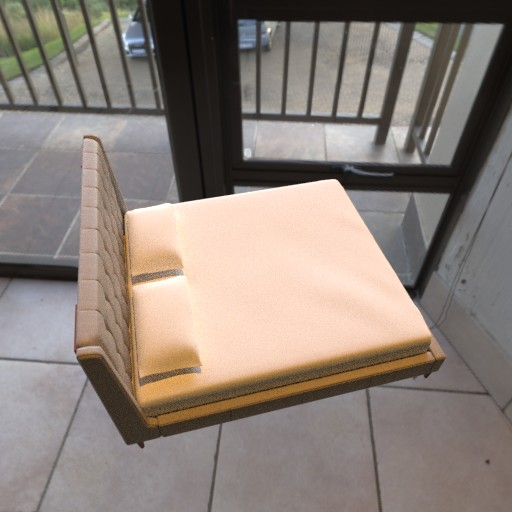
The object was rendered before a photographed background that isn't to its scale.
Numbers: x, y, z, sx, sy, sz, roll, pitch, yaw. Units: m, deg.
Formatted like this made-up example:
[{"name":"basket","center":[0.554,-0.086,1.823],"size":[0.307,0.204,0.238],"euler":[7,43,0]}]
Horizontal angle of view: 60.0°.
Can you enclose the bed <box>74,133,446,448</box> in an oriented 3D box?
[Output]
[{"name":"bed","center":[0.000,0.000,3.464],"size":[2.342,1.289,2.062],"euler":[-10,48,-9]}]
